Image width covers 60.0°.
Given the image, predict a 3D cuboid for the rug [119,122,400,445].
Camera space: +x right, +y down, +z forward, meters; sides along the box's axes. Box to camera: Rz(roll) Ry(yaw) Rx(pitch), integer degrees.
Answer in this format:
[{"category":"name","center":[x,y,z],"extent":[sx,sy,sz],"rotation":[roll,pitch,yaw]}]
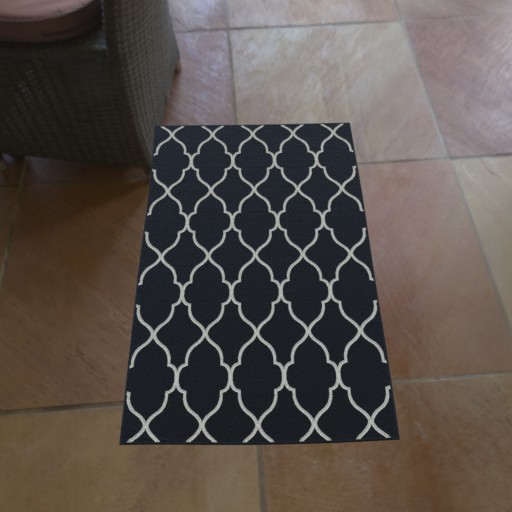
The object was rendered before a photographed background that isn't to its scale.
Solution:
[{"category":"rug","center":[0.000,0.000,2.912],"extent":[1.526,0.014,2.290],"rotation":[-1,63,-1]}]
